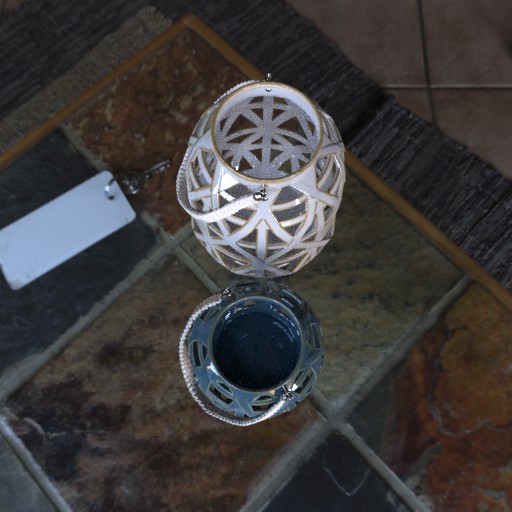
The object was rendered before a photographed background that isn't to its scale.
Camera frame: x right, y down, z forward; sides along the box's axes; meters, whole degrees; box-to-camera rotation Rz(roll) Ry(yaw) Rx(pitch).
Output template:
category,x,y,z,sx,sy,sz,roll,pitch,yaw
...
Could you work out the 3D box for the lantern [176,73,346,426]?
category,x,y,z,sx,sy,sz,roll,pitch,yaw
lantern,0.000,0.000,0.611,0.245,0.307,0.439,3,75,1
